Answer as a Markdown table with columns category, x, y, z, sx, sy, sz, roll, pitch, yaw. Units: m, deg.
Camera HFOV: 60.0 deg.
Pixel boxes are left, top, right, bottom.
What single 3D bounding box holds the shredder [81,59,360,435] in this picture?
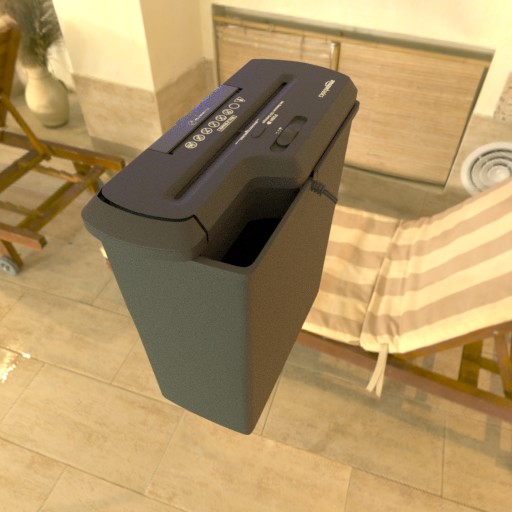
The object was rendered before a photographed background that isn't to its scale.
| category | x | y | z | sx | sy | sz | roll | pitch | yaw |
| --- | --- | --- | --- | --- | --- | --- | --- | --- | --- |
| shredder | 0.000 | 0.000 | 0.508 | 0.170 | 0.335 | 0.320 | 18 | 48 | 17 |
